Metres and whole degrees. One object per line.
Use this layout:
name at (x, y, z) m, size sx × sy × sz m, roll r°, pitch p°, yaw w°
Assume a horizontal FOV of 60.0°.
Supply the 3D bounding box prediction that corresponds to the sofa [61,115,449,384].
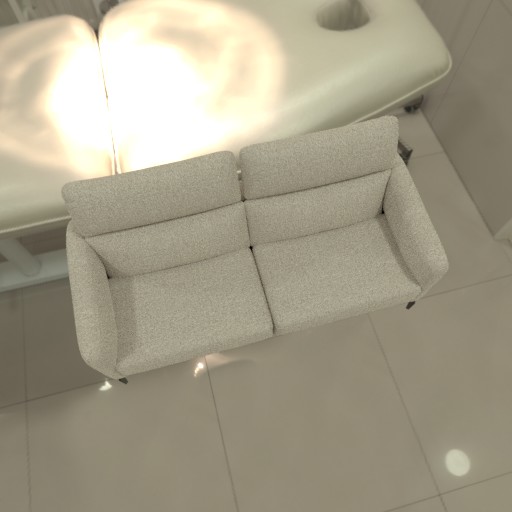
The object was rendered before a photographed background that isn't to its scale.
sofa at (0.000, 0.000, 2.522) m, size 2.015 × 0.956 × 0.856 m, roll -14°, pitch 65°, yaw -7°
